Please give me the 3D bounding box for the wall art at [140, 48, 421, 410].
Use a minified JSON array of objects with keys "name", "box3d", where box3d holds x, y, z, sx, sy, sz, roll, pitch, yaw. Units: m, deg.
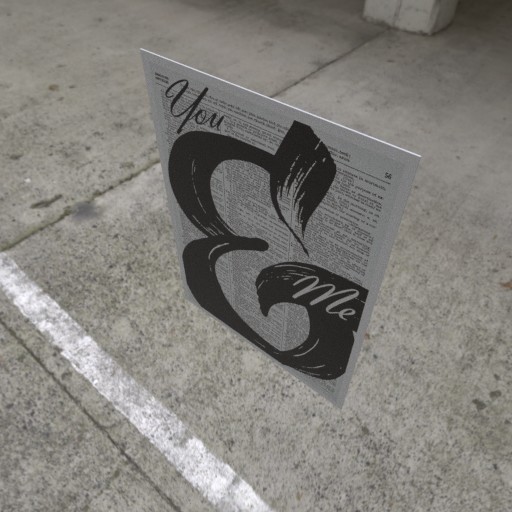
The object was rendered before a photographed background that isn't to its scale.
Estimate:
[{"name":"wall art","box3d":[0.000,0.000,0.794,0.457,0.609,0.003,31,53,26]}]
